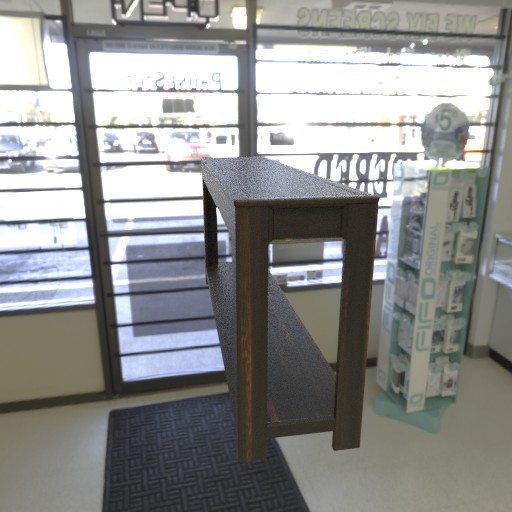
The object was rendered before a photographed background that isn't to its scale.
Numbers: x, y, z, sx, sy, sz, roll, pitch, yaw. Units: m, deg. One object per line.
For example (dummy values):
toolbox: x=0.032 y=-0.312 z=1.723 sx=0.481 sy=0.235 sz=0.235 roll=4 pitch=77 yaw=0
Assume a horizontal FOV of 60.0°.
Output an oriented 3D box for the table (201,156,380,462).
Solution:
table: x=0.000 y=0.000 z=1.976 sx=0.384 sy=0.762 sz=1.631 roll=-3 pitch=16 yaw=-9
